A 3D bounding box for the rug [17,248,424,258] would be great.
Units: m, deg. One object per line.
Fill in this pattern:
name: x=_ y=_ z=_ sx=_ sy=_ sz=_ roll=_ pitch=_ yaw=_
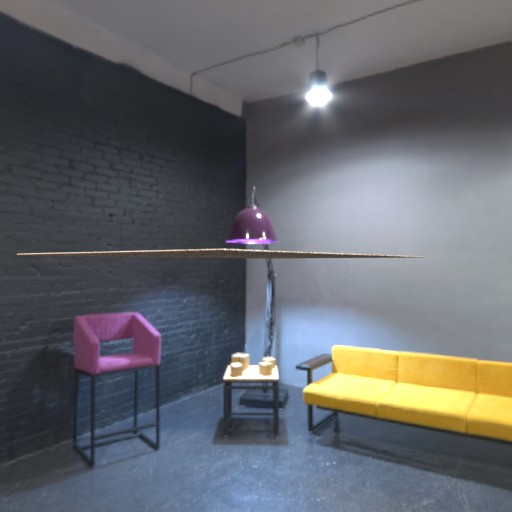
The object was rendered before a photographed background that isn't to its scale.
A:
rug: x=0.000 y=0.000 z=2.971 sx=1.529 sy=0.009 sz=2.446 roll=-1 pitch=-1 yaw=36
